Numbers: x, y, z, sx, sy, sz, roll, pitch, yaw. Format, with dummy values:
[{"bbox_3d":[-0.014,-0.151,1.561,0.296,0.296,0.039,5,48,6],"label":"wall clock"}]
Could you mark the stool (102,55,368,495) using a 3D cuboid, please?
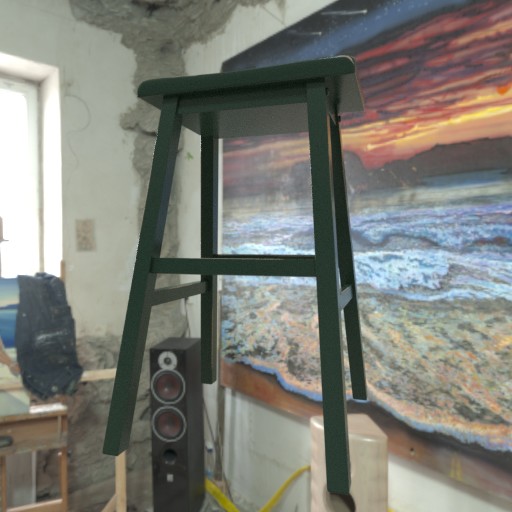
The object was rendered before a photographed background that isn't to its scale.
[{"bbox_3d":[0.000,0.000,0.982,0.457,0.737,0.476,1,2,18],"label":"stool"}]
